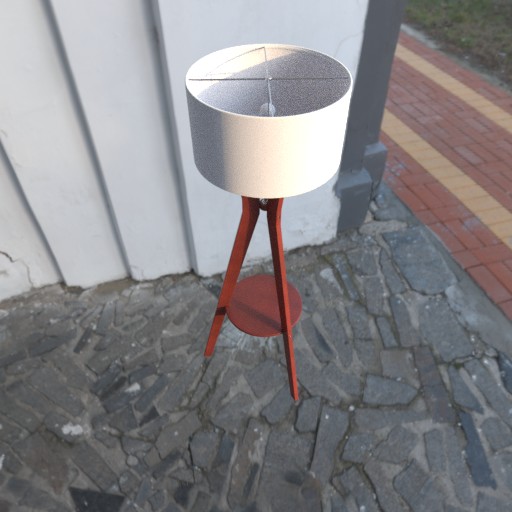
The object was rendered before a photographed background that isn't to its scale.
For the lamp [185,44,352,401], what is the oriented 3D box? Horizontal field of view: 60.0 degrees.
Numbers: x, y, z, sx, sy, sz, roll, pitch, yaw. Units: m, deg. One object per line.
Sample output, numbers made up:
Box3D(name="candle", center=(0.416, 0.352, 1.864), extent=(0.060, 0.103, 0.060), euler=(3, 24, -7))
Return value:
Box3D(name="lamp", center=(0.000, 0.000, 1.787), extent=(0.542, 1.472, 0.539), euler=(-1, 46, -1))
